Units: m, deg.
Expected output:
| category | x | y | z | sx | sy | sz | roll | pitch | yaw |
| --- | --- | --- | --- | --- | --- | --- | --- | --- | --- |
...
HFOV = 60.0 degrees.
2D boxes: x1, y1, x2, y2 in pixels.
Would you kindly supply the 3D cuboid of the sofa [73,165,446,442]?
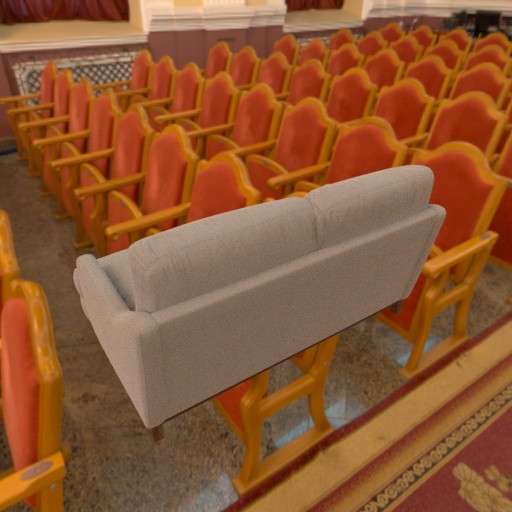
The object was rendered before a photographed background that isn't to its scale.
| category | x | y | z | sx | sy | sz | roll | pitch | yaw |
| --- | --- | --- | --- | --- | --- | --- | --- | --- | --- |
| sofa | 0.000 | 0.000 | 2.218 | 1.589 | 0.921 | 0.987 | -20 | 37 | -29 |
